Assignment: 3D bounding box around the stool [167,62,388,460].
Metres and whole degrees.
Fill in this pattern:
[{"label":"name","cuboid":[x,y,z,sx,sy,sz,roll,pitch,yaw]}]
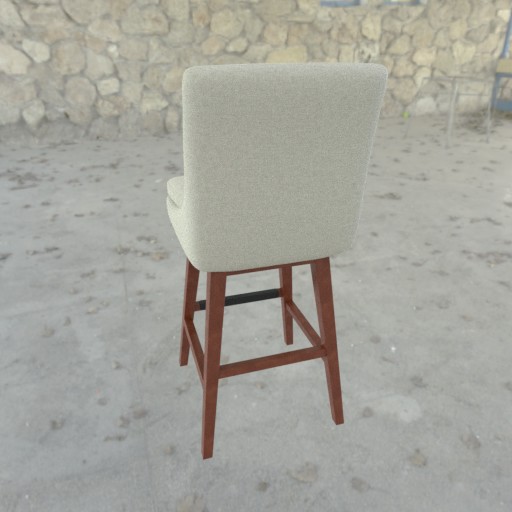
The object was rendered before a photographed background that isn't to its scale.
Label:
[{"label":"stool","cuboid":[0.000,0.000,1.344,0.470,1.092,0.559,-8,27,-16]}]
